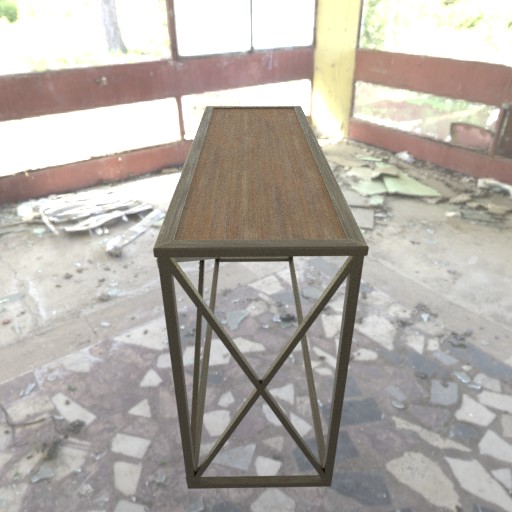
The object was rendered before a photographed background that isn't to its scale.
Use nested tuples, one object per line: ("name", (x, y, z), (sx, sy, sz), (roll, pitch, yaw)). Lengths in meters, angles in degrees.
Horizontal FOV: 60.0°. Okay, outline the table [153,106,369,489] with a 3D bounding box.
("table", (0.000, 0.000, 1.537), (0.402, 0.753, 1.216), (0, 31, -1))
